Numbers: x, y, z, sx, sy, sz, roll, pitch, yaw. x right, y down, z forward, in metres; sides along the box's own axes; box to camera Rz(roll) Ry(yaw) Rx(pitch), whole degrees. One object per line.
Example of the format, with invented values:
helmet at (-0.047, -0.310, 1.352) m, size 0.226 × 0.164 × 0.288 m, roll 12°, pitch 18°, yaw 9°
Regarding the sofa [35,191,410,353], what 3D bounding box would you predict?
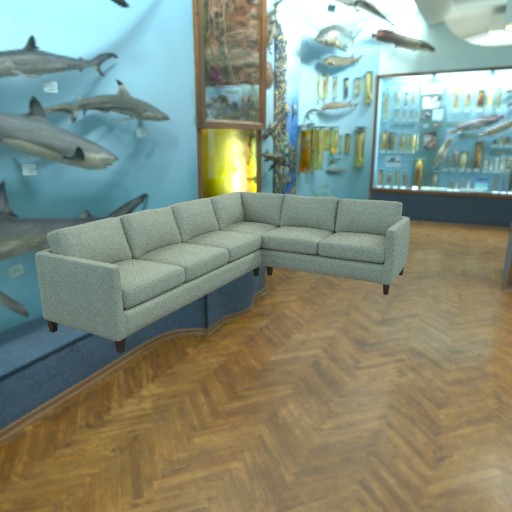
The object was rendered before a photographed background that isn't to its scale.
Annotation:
sofa at (0.000, 0.000, 4.595) m, size 2.522 × 0.934 × 3.333 m, roll 8°, pitch 17°, yaw 27°
